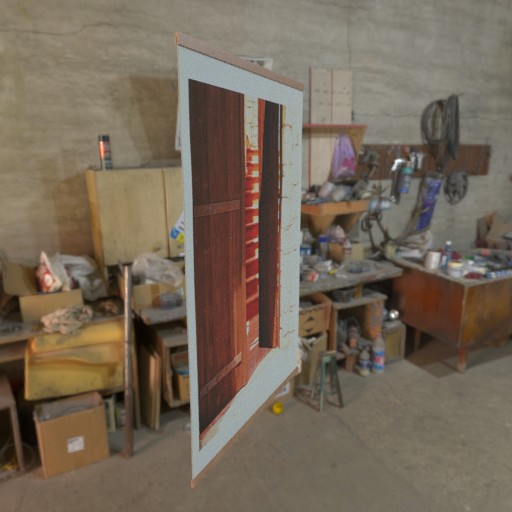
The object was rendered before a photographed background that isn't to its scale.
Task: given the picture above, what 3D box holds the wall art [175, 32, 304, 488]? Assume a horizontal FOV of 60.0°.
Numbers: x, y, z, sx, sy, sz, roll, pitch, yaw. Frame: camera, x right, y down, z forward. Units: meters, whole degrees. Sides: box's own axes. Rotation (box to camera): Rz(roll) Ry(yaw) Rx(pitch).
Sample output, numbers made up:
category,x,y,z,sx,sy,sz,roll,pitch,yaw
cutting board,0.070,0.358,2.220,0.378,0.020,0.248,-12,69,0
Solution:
category,x,y,z,sx,sy,sz,roll,pitch,yaw
wall art,0.000,0.000,1.889,0.019,1.527,1.019,6,14,26
